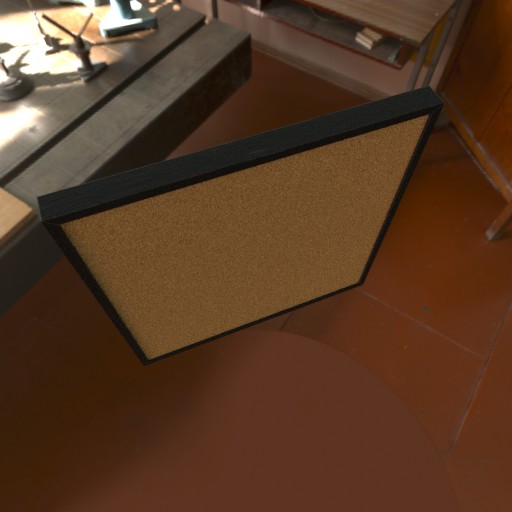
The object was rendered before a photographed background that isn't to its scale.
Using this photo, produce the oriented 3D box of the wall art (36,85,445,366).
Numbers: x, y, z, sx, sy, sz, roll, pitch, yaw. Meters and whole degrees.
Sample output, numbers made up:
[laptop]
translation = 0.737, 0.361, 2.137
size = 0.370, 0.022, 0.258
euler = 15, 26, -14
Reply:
[wall art]
translation = 0.000, 0.000, 0.743
size = 0.506, 0.506, 0.036
euler = -19, 61, -11
